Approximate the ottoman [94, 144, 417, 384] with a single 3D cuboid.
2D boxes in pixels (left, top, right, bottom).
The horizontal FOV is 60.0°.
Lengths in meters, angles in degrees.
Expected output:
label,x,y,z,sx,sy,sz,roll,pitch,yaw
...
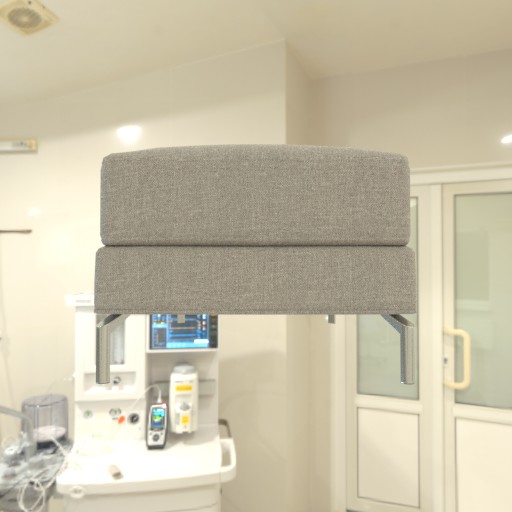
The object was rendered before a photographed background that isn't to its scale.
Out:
label,x,y,z,sx,sy,sz,roll,pitch,yaw
ottoman,0.000,0.000,1.172,0.584,0.457,0.838,0,-1,0
